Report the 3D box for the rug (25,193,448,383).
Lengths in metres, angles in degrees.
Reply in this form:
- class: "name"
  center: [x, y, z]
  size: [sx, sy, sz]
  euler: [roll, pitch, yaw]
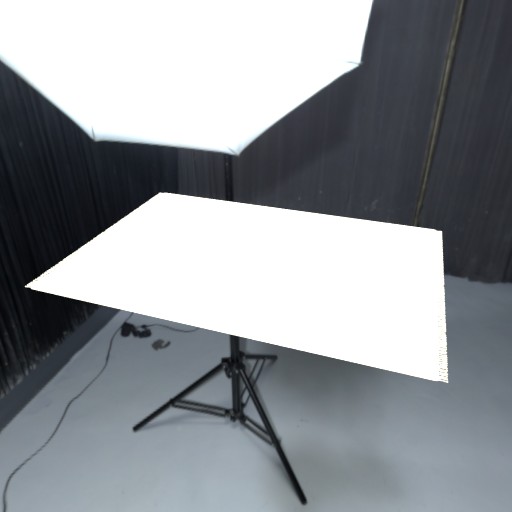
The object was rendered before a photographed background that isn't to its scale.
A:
- class: "rug"
  center: [0.000, 0.000, 2.802]
  size: [2.233, 0.011, 1.514]
  euler: [10, 31, 17]
